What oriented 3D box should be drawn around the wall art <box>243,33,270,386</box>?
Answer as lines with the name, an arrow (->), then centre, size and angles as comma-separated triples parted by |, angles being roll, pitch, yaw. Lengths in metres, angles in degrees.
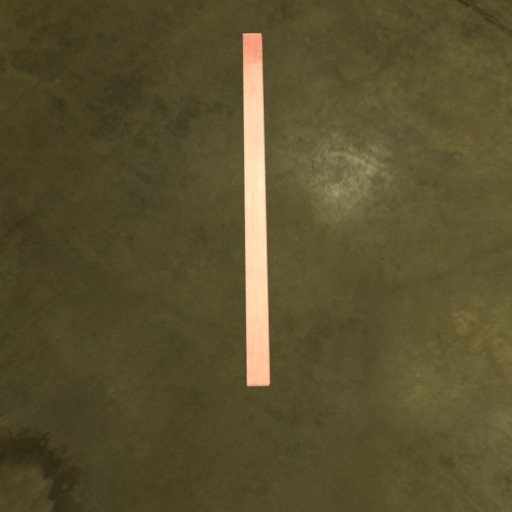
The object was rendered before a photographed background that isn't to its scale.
wall art -> 0.000, 0.000, 1.174 | 0.038, 0.914, 0.610 | -1, 77, 0
